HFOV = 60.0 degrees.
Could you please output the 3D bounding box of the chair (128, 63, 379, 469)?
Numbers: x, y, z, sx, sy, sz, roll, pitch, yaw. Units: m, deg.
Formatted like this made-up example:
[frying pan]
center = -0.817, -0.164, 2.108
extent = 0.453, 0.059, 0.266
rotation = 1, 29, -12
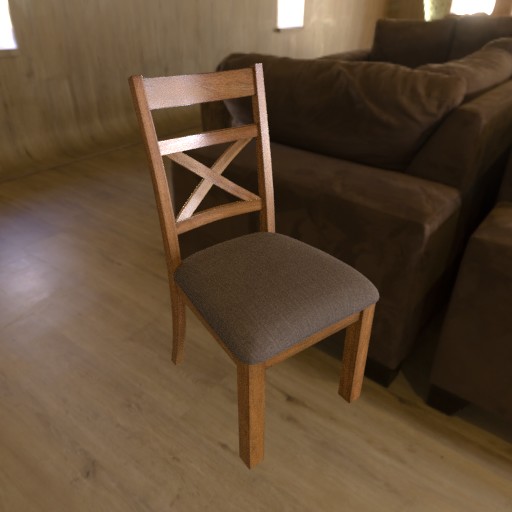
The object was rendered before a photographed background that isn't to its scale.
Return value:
[chair]
center = 0.000, 0.000, 1.276
extent = 0.470, 0.949, 0.581
rotation = -20, 36, -31
